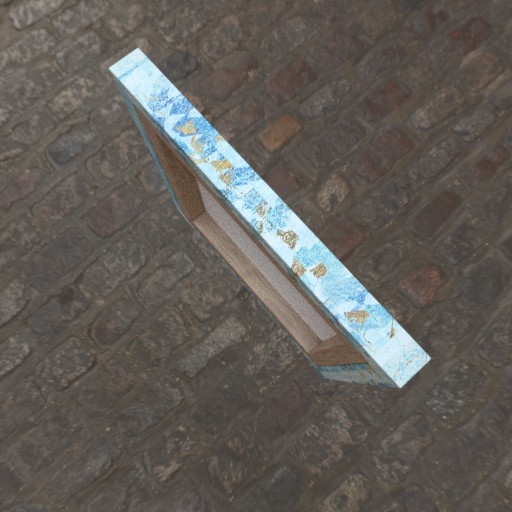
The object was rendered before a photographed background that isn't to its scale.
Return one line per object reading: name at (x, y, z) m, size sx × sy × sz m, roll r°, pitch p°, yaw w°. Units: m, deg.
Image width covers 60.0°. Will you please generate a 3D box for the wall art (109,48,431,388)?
wall art at (0.000, 0.000, 0.602) m, size 0.037 × 0.405 × 0.405 m, roll -40°, pitch 79°, yaw -9°
